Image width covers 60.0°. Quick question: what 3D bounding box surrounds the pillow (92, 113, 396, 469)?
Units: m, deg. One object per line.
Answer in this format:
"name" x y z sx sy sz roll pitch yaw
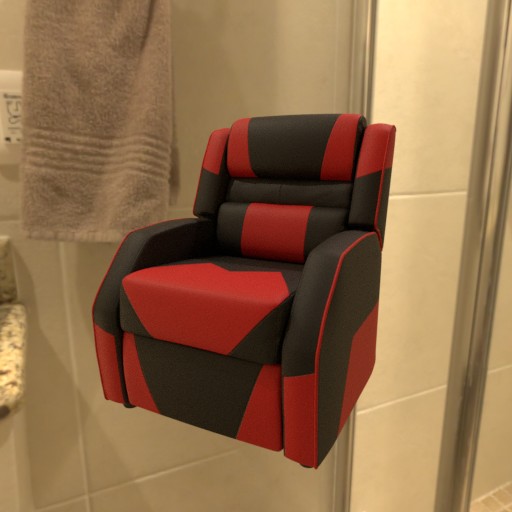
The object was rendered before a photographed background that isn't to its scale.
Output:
"pillow" 0.000 0.000 1.252 0.620 0.805 0.672 7 15 26
